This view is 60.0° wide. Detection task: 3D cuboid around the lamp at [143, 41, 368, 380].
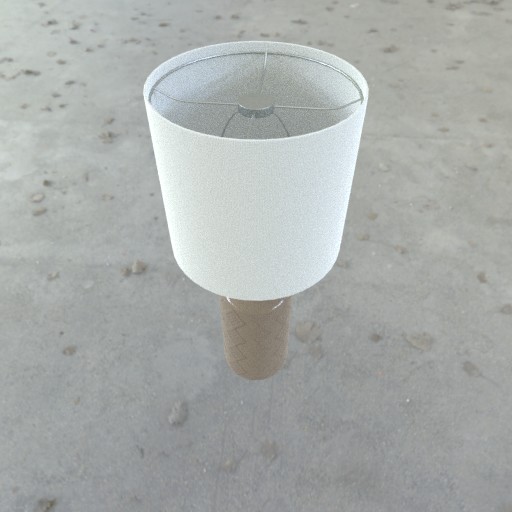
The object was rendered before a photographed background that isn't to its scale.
[{"bbox_3d":[0.000,0.000,0.576,0.207,0.461,0.207,5,46,5],"label":"lamp"}]
